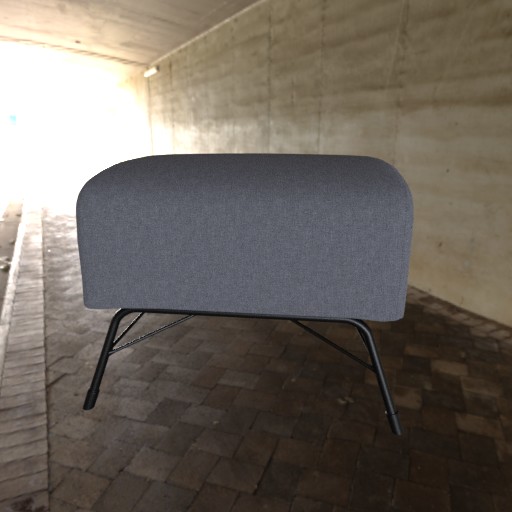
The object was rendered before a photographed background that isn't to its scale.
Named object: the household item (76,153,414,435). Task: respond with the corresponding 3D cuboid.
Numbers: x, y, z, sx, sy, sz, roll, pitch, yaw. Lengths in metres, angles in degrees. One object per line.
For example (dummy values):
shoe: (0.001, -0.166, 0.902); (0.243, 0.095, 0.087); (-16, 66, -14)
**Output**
household item: (0.000, 0.000, 0.913); (0.530, 0.410, 0.530); (2, 16, 7)
